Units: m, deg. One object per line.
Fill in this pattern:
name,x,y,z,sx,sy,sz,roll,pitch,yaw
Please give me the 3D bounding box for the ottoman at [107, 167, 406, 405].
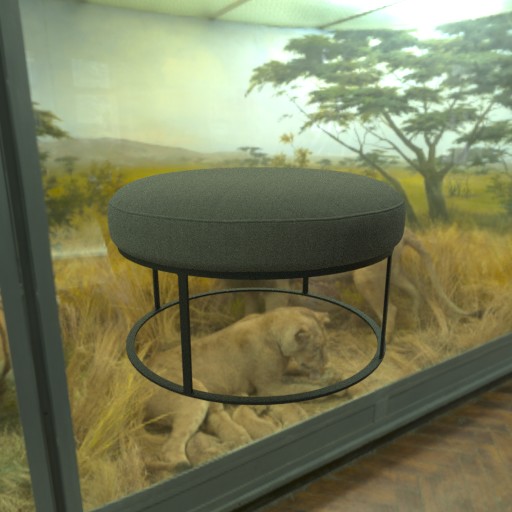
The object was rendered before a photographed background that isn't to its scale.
ottoman,0.000,0.000,1.235,0.772,0.460,0.772,0,15,0
